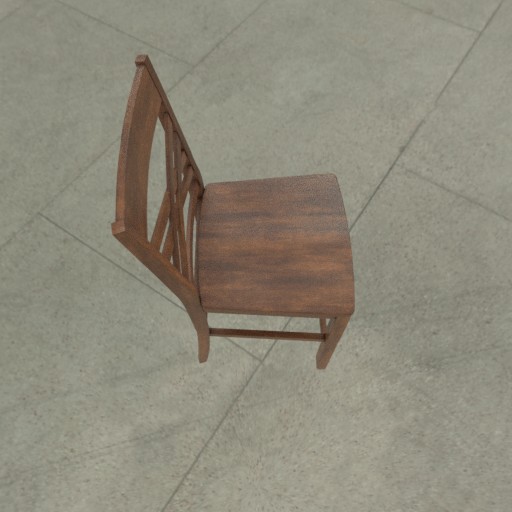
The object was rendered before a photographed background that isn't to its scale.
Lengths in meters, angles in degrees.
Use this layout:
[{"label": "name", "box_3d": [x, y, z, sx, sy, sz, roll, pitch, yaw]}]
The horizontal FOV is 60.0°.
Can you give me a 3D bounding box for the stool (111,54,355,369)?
[{"label": "stool", "box_3d": [0.000, 0.000, 1.352, 0.539, 1.079, 0.462, -1, 62, -1]}]
